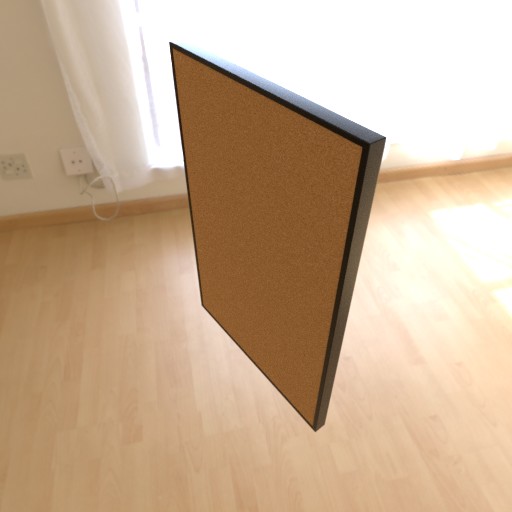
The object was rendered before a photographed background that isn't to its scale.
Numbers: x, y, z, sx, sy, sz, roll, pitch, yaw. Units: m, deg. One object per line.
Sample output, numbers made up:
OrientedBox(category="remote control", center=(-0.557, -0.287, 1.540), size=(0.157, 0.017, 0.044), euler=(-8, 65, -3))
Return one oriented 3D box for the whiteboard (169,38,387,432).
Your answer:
OrientedBox(category="whiteboard", center=(0.000, 0.000, 0.770), size=(0.026, 0.611, 0.406), euler=(-27, 49, -27))
